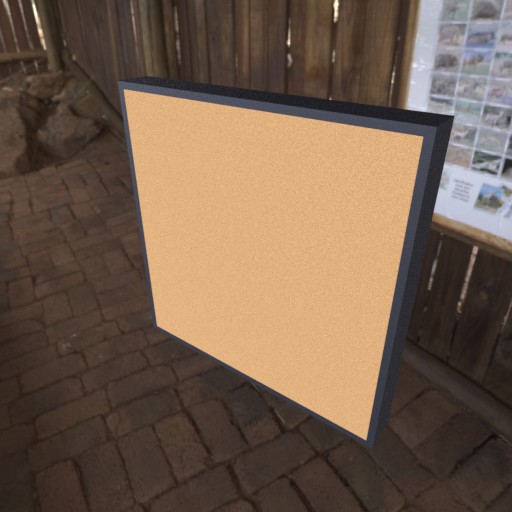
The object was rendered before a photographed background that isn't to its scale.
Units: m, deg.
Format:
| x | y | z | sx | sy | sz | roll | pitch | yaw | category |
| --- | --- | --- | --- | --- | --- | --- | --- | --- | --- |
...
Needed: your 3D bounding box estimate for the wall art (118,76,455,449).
| x | y | z | sx | sy | sz | roll | pitch | yaw | category |
| --- | --- | --- | --- | --- | --- | --- | --- | --- | --- |
| 0.000 | 0.000 | 0.439 | 0.304 | 0.304 | 0.038 | 20 | 36 | 31 | wall art |
